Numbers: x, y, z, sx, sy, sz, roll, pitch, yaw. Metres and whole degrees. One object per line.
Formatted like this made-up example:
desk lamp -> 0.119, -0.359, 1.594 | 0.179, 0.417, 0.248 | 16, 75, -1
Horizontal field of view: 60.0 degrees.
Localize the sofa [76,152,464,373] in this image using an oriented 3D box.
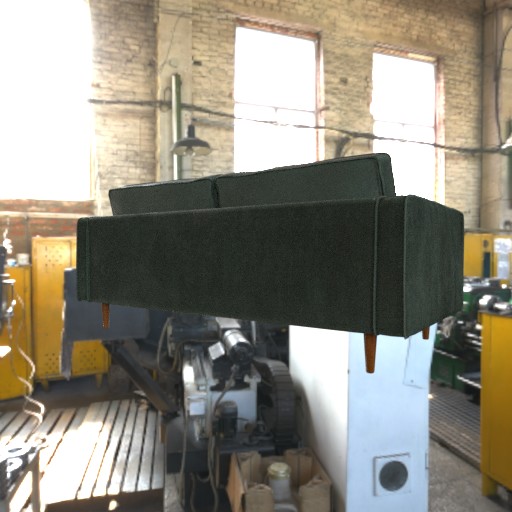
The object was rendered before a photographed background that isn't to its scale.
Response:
sofa -> 0.000, 0.000, 2.241 | 1.816, 0.781, 0.886 | 1, 1, 36
